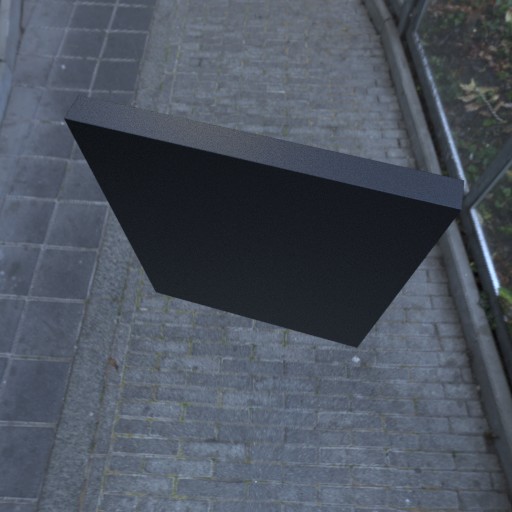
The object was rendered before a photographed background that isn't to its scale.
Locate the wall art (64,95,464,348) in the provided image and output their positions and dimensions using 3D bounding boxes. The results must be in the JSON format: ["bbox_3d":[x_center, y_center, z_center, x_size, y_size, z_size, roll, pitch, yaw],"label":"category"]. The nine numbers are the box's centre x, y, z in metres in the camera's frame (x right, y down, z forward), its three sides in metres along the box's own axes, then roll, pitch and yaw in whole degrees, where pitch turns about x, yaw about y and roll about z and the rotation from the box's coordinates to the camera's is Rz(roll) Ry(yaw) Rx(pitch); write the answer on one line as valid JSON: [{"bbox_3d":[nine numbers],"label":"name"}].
[{"bbox_3d":[0.000,0.000,0.524,0.325,0.380,0.028,14,64,7],"label":"wall art"}]
